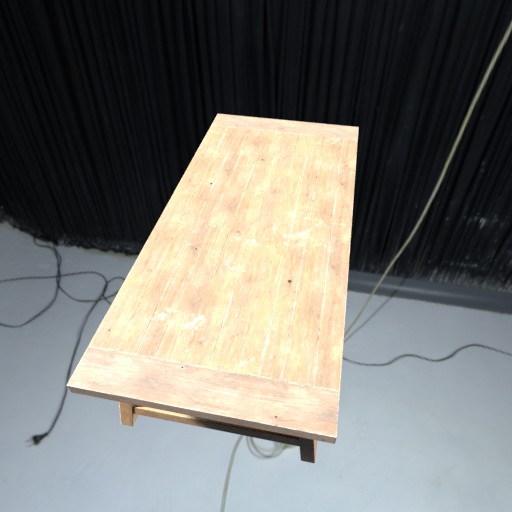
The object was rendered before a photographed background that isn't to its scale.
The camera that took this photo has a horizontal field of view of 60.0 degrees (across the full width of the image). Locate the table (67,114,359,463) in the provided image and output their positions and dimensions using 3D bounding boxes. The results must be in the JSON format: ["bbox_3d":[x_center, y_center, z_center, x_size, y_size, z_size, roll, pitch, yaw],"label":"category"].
[{"bbox_3d":[0.000,0.000,2.088,0.820,0.465,1.800,8,45,8],"label":"table"}]
